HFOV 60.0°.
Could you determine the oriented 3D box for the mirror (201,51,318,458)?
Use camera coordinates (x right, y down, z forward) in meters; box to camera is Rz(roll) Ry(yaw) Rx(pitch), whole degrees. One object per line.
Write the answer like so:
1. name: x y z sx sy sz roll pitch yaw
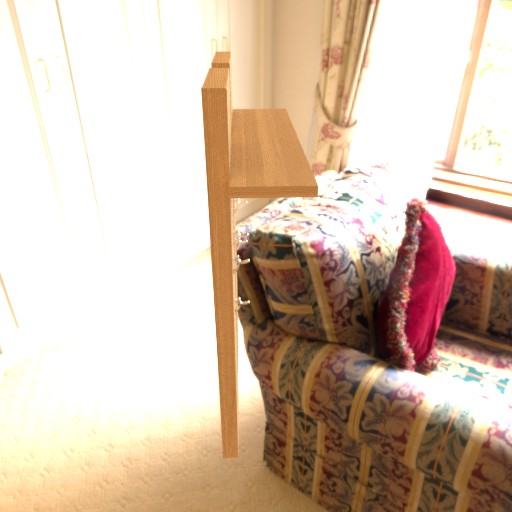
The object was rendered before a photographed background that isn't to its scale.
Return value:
1. mirror: 0.000 0.000 1.569 0.260 1.250 0.800 -1 31 -2
